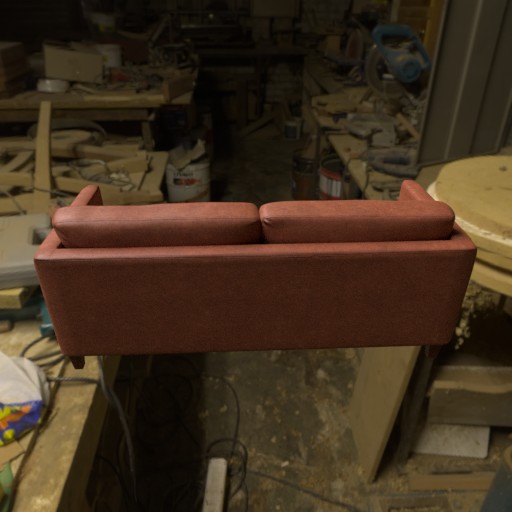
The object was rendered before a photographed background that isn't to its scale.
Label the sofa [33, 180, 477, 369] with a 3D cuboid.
[{"bbox_3d":[0.000,0.000,2.697,2.204,0.932,0.950,-1,31,-2],"label":"sofa"}]
